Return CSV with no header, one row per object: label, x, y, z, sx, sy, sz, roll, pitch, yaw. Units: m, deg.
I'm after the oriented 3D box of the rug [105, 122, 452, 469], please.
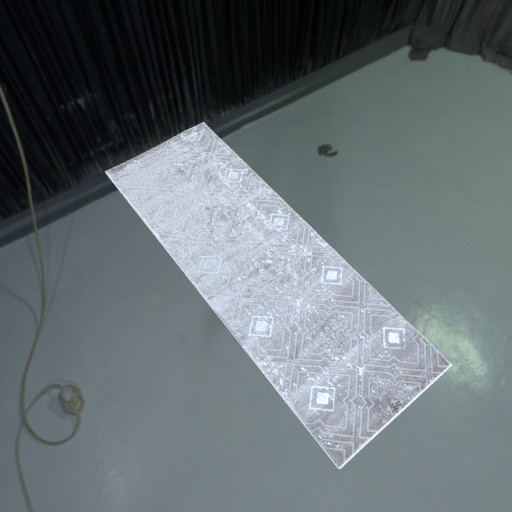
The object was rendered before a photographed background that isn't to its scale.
rug,0.000,0.000,2.741,0.832,0.035,2.381,-33,64,-19
